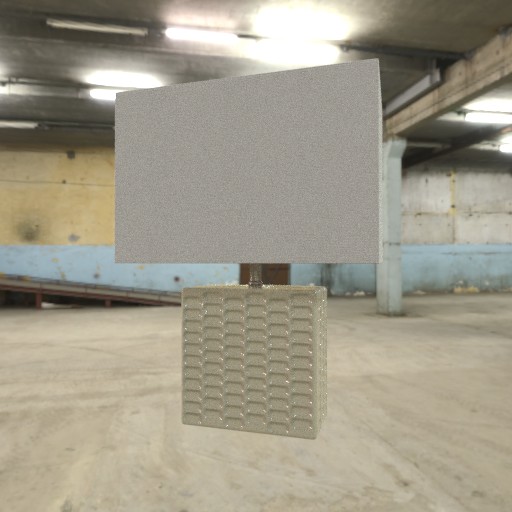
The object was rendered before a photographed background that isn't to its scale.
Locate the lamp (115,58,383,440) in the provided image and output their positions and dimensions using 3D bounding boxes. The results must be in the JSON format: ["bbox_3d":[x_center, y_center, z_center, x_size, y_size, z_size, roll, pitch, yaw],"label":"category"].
[{"bbox_3d":[0.000,0.000,0.699,0.380,0.515,0.200,0,-1,17],"label":"lamp"}]
